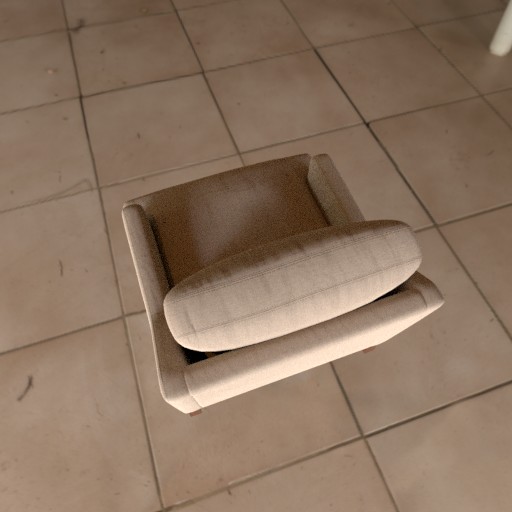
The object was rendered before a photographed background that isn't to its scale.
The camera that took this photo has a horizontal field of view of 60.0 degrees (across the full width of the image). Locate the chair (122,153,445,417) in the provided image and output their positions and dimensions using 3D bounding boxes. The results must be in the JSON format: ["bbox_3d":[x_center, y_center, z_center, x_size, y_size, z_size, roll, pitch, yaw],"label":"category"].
[{"bbox_3d":[0.000,0.000,1.725,0.912,0.916,1.001,-17,59,-10],"label":"chair"}]
